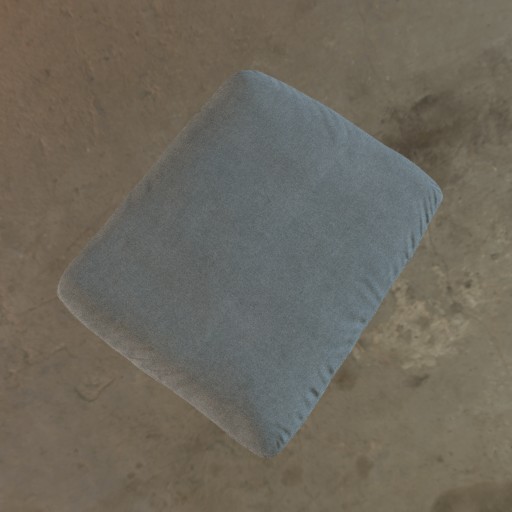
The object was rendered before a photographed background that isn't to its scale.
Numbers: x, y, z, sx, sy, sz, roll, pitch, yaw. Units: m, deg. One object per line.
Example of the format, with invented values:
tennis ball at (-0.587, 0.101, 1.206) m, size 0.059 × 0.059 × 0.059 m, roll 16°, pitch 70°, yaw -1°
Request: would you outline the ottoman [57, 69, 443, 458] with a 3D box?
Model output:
ottoman at (0.000, 0.000, 1.240) m, size 0.683 × 0.481 × 0.837 m, roll 35°, pitch 79°, yaw 8°
